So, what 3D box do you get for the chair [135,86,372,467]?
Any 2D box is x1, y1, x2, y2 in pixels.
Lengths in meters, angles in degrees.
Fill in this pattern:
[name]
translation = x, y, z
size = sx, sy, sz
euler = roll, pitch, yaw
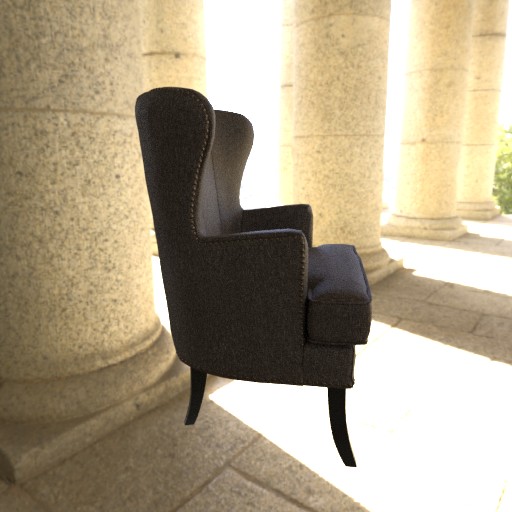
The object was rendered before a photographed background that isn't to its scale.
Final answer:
[chair]
translation = 0.000, 0.000, 1.576
size = 0.758, 1.060, 0.759
euler = 2, 13, 8
